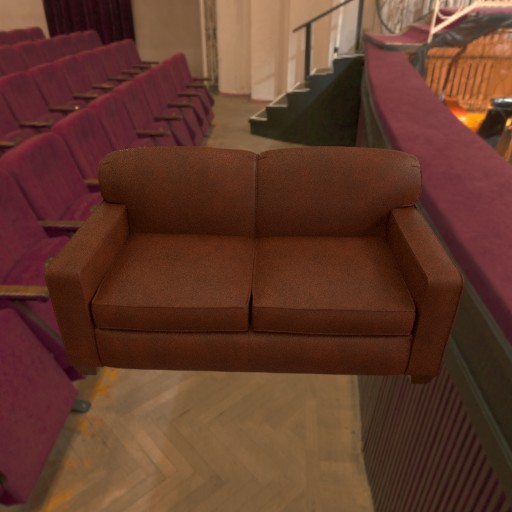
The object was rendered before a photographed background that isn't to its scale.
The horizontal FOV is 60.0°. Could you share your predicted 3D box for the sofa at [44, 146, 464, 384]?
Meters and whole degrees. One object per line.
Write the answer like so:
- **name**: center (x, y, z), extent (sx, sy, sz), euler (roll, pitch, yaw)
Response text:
- **sofa**: center (0.000, 0.000, 2.386), extent (1.856, 0.966, 1.000), euler (1, 30, 2)
